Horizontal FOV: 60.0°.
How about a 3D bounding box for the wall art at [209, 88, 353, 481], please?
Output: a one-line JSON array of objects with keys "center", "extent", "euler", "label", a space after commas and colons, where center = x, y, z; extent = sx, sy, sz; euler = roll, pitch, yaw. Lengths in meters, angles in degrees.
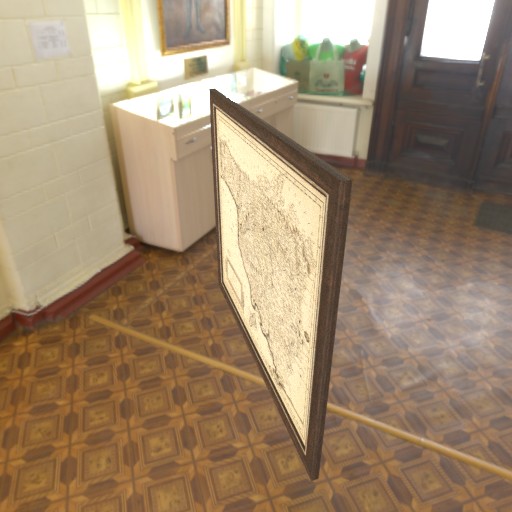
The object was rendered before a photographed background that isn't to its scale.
[{"center": [0.000, 0.000, 1.441], "extent": [0.023, 0.875, 1.033], "euler": [-9, 31, -16], "label": "wall art"}]
